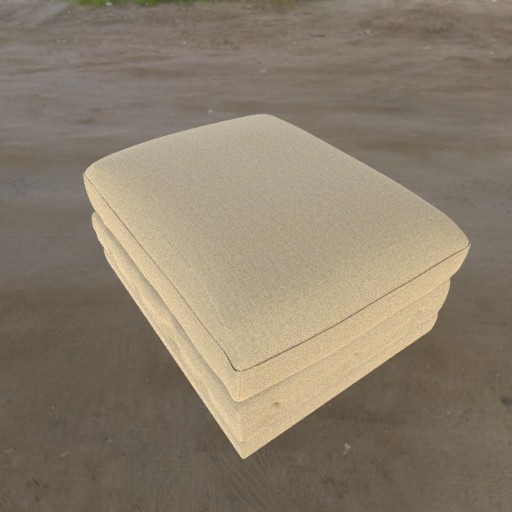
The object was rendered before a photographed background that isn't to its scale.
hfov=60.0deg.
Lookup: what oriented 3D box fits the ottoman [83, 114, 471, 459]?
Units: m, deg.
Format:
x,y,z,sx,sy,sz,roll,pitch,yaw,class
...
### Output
x,y,z,sx,sy,sz,roll,pitch,yaw,class
0.000,0.000,1.017,0.541,0.463,0.684,-24,46,-25,ottoman
